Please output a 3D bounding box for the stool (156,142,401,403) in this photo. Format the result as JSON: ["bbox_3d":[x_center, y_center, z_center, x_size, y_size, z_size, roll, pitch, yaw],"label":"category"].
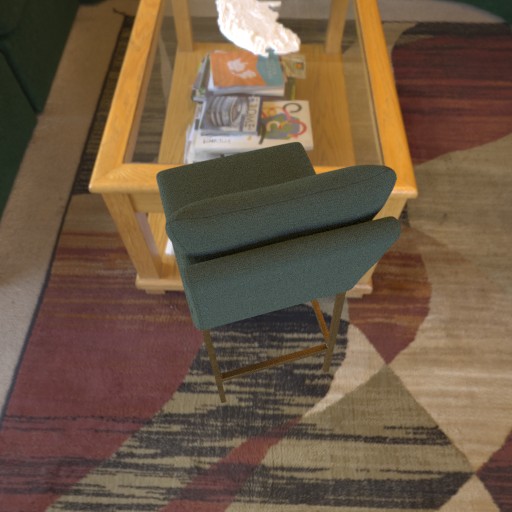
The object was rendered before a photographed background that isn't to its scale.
[{"bbox_3d":[0.000,0.000,1.330,0.463,1.032,0.568,-14,60,-8],"label":"stool"}]
